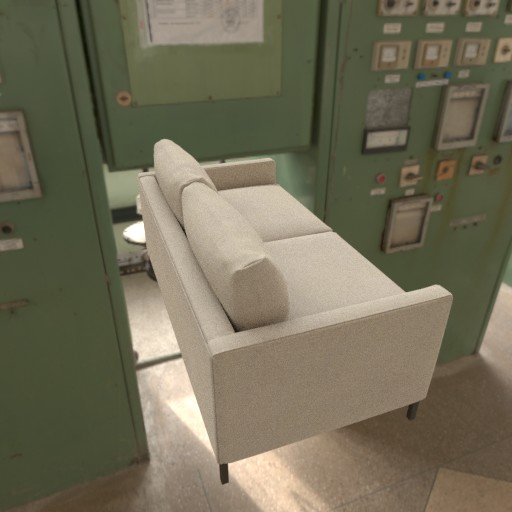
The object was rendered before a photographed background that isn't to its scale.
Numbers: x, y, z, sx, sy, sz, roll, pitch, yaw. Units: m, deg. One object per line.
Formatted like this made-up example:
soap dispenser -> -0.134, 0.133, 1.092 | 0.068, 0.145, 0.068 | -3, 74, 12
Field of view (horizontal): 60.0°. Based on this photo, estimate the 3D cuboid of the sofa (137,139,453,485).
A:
sofa -> 0.000, 0.000, 2.138 | 0.875, 0.840, 1.682 | -10, 31, -18
